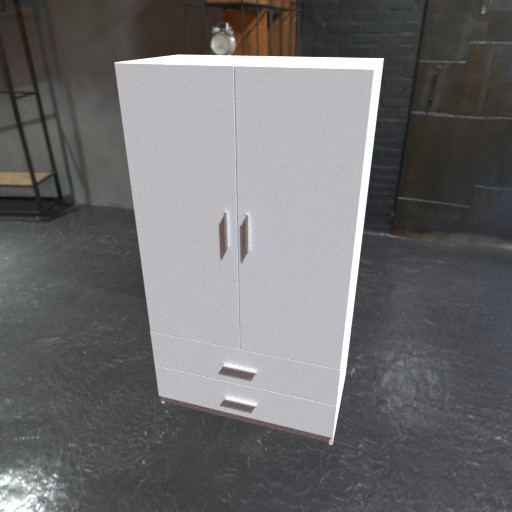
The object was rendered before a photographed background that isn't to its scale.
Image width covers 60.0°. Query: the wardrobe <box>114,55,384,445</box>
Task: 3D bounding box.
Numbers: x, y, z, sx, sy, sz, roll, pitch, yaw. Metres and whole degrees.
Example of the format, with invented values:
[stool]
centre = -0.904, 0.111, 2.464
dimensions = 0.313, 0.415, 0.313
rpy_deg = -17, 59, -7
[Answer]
[wardrobe]
centre = 0.000, 0.000, 2.237
dimensions = 0.991, 1.808, 0.577
rpy_deg = 8, 28, 15
